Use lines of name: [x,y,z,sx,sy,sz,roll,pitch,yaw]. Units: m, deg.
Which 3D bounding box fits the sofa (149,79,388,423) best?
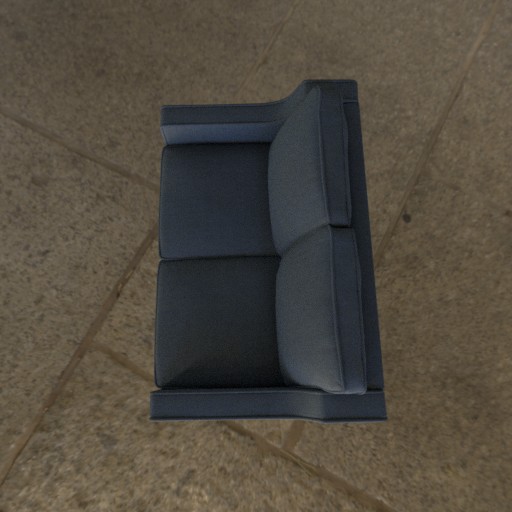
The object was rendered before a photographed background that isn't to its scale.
sofa: [0.000,0.000,2.200,0.987,0.971,1.501,-1,75,0]
